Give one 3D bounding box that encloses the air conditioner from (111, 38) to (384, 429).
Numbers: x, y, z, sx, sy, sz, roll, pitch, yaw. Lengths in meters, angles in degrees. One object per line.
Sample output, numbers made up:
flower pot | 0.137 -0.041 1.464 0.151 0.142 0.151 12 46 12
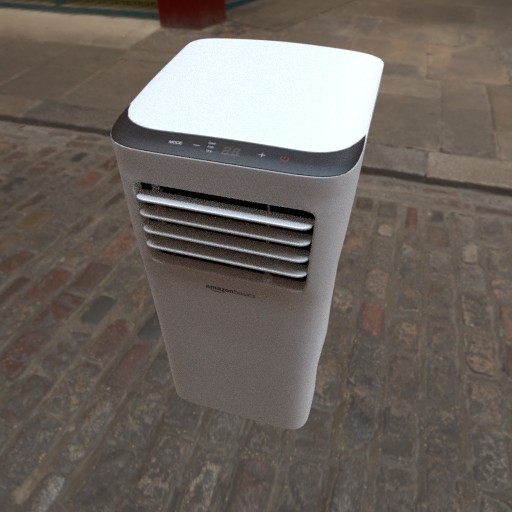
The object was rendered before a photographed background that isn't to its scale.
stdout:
air conditioner | 0.000 0.000 0.893 0.352 0.716 0.369 11 43 12
